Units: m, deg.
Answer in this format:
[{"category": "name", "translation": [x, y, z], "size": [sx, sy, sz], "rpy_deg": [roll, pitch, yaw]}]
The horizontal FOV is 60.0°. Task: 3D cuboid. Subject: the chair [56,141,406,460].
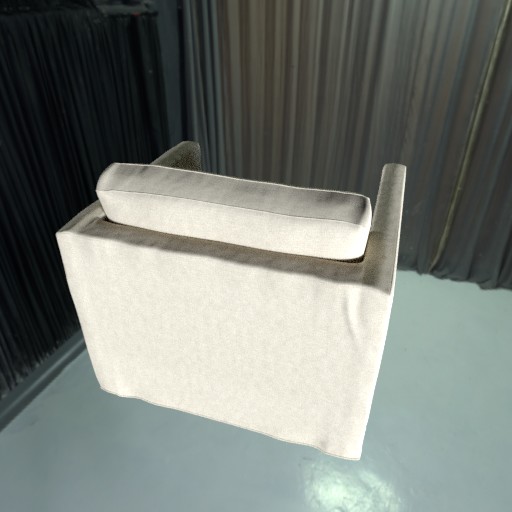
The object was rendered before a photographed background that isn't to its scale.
[{"category": "chair", "translation": [0.000, 0.000, 1.747], "size": [1.057, 0.867, 0.949], "rpy_deg": [10, 34, 15]}]
